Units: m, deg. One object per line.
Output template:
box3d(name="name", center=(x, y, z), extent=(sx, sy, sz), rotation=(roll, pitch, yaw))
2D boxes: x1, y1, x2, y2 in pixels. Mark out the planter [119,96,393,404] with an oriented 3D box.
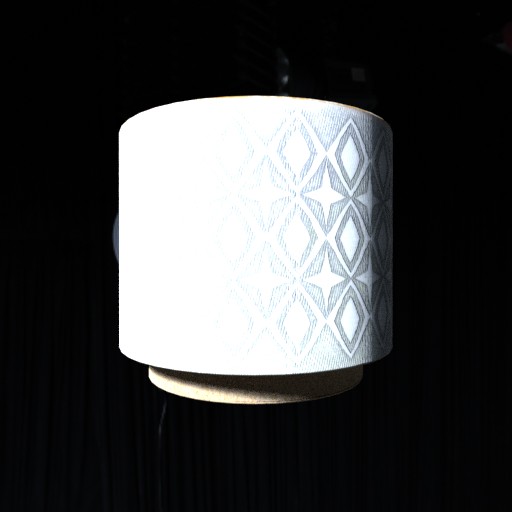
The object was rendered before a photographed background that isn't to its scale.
box3d(name="planter", center=(0.000, 0.000, 0.433), extent=(0.255, 0.223, 0.255), rotation=(0, 0, 0))
